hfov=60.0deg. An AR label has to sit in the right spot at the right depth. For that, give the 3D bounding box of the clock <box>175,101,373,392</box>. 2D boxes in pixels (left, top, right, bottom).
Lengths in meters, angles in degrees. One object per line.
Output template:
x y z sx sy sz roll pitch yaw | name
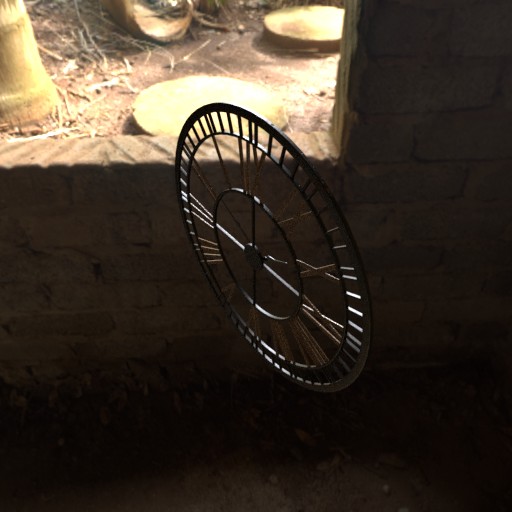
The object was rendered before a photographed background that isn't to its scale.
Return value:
0.000 0.000 1.245 0.025 0.843 0.843 -27 48 -27 | clock
